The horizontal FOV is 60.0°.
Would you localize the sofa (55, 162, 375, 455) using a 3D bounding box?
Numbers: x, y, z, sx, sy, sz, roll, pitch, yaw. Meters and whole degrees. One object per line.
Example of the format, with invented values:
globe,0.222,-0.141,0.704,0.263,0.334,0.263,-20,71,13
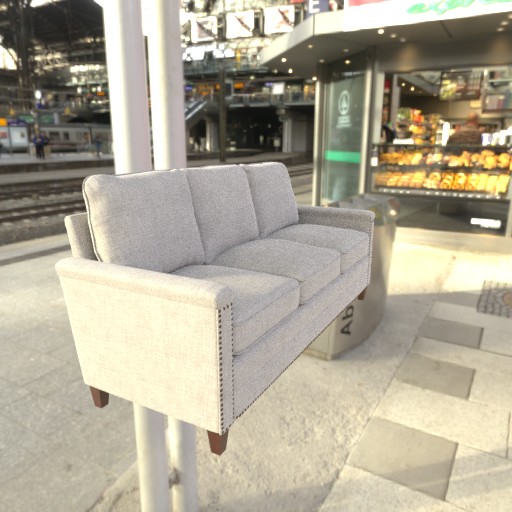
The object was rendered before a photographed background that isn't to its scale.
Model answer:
sofa,0.000,0.000,2.412,0.828,0.959,1.925,8,17,28
